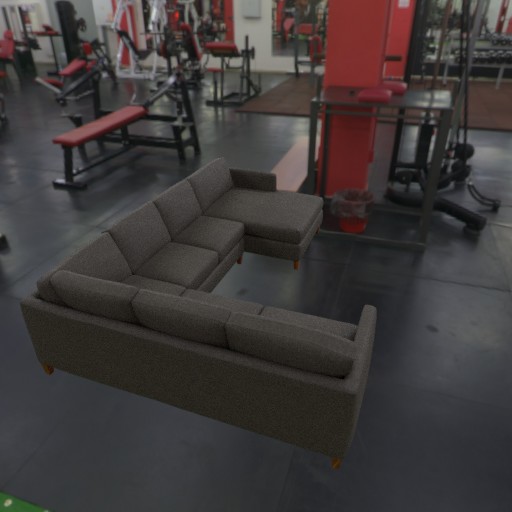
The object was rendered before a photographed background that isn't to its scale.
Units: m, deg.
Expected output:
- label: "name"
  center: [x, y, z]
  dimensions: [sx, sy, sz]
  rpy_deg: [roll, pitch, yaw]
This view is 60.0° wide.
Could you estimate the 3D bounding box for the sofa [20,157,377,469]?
- label: "sofa"
  center: [0.000, 0.000, 4.467]
  dimensions: [2.594, 0.961, 3.460]
  rpy_deg: [11, 32, 18]
